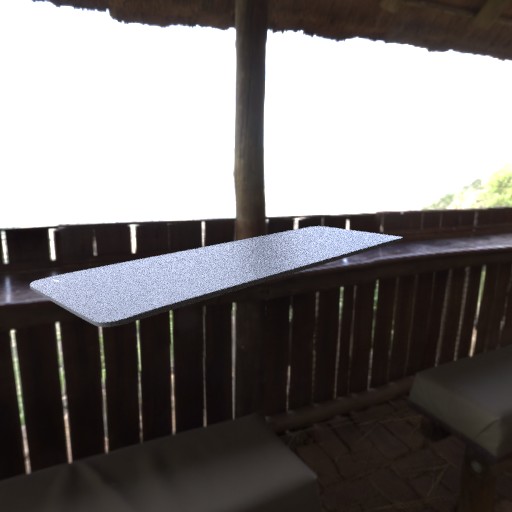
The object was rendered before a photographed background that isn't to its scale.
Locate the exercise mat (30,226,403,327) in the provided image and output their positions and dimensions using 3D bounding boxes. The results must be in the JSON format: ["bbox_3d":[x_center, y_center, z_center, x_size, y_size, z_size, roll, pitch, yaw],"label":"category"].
[{"bbox_3d":[0.000,0.000,2.119,0.616,0.021,1.884,12,18,42],"label":"exercise mat"}]
